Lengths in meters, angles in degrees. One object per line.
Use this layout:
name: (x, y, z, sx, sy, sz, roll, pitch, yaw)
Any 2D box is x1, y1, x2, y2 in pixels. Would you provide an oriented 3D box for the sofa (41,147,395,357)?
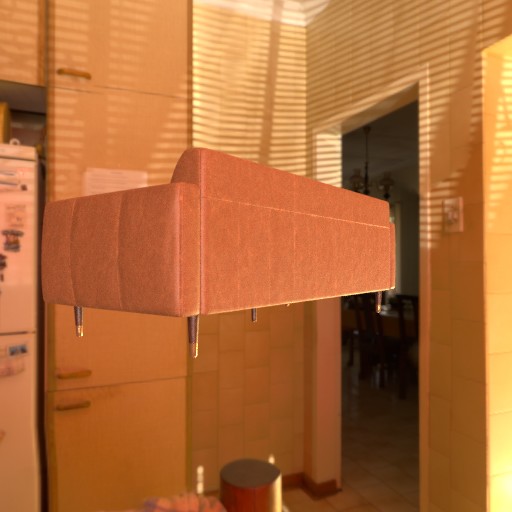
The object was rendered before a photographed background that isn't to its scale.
sofa: (0.000, 0.000, 2.759, 0.990, 0.821, 2.291, -1, -1, 37)
